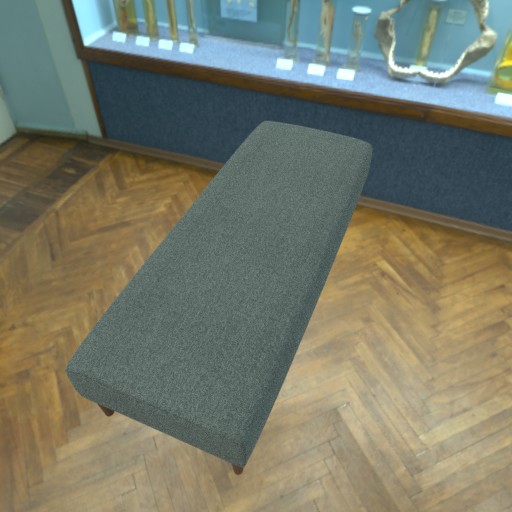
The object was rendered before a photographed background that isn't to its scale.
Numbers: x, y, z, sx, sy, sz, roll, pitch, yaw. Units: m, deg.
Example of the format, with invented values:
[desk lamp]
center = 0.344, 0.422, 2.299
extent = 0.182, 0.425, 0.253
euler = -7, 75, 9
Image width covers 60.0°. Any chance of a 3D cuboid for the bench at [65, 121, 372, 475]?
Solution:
[bench]
center = 0.000, 0.000, 1.865
extent = 0.631, 0.384, 1.598
euler = 17, 48, 16
